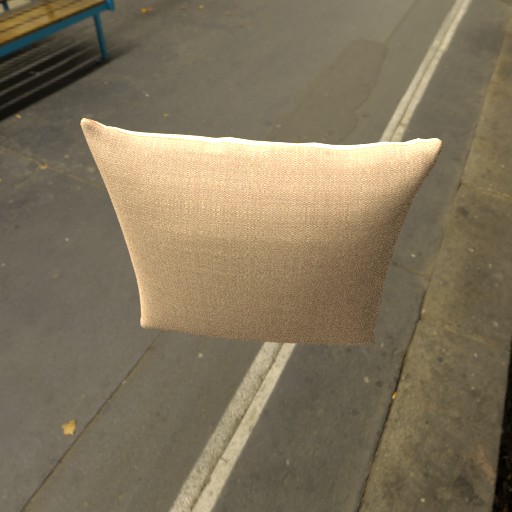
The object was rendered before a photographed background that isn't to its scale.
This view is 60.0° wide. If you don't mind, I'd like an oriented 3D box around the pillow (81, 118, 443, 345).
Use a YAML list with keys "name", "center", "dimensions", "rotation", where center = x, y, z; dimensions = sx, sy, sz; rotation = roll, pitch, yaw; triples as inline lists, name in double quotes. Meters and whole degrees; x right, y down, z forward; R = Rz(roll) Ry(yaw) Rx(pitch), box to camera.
- name: "pillow"
  center: [0.000, 0.000, 0.804]
  dimensions: [0.521, 0.519, 0.215]
  rotation: [4, 47, 4]
